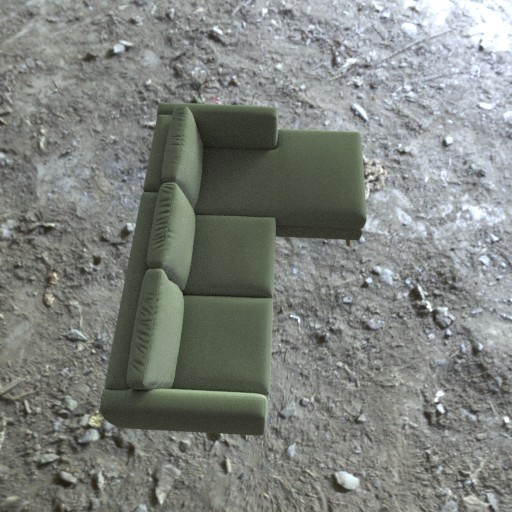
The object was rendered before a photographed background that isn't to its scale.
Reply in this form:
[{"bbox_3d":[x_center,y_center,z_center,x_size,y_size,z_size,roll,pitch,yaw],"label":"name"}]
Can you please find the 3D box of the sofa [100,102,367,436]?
[{"bbox_3d":[0.000,0.000,3.084,1.580,0.860,2.300,3,64,1],"label":"sofa"}]
